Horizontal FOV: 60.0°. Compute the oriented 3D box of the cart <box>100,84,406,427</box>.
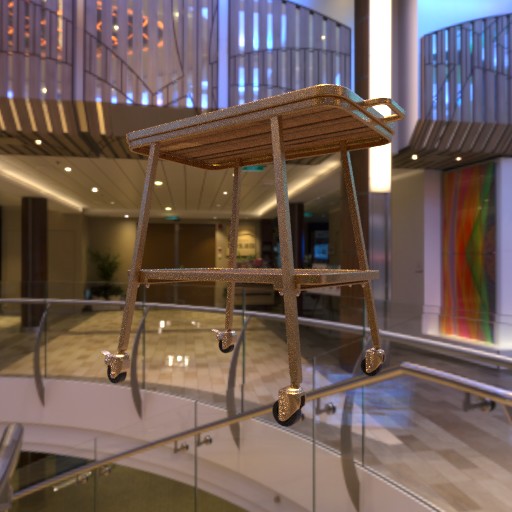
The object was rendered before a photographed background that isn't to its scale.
[{"bbox_3d":[0.000,0.000,1.250,0.806,0.700,0.524,0,-1,35],"label":"cart"}]
